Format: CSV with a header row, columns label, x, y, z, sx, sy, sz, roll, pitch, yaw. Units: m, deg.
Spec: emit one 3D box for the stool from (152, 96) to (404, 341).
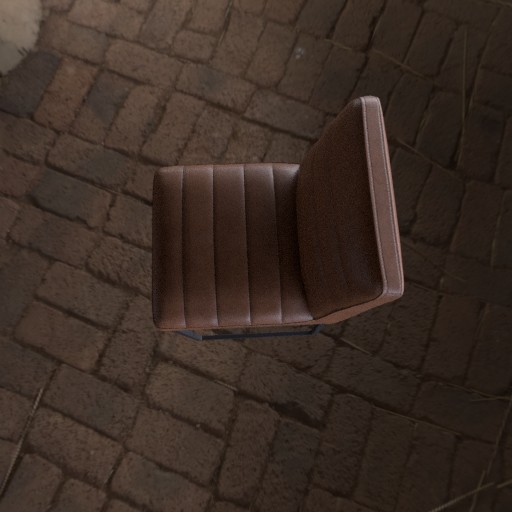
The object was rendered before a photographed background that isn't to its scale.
label,x,y,z,sx,sy,sz,roll,pitch,yaw
stool,0.000,0.000,1.364,0.556,1.040,0.458,-3,76,-1
